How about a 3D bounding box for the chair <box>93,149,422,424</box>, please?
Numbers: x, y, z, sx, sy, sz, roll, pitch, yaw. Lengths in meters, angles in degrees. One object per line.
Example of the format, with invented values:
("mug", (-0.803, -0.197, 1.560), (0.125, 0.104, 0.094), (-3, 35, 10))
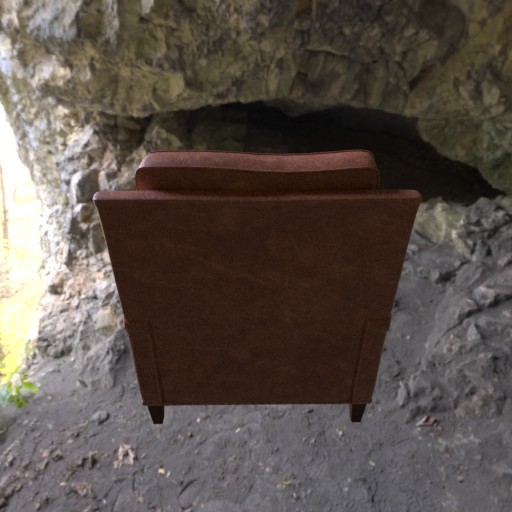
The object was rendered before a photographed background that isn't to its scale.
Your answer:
("chair", (0.000, 0.000, 1.793), (0.854, 1.054, 1.035), (0, 29, -1))
